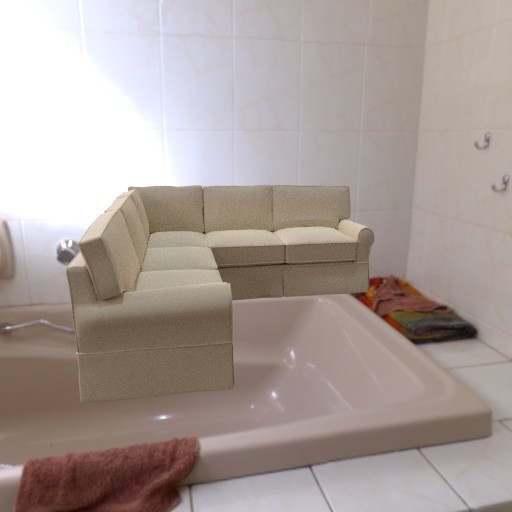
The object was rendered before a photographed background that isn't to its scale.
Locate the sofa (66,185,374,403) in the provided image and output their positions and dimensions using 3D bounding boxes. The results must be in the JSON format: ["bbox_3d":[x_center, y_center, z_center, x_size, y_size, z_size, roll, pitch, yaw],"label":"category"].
[{"bbox_3d":[0.000,0.000,3.933,2.597,1.070,2.591,-3,15,-10],"label":"sofa"}]
